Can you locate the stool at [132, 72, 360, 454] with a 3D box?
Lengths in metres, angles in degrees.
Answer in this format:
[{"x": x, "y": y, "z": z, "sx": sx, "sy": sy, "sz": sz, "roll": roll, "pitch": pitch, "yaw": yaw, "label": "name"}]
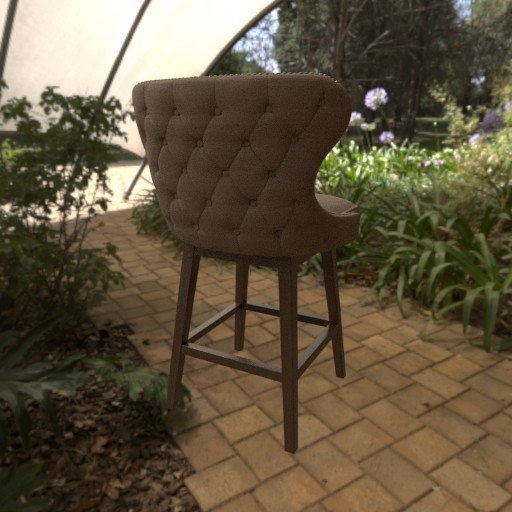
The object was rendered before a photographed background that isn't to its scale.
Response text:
[{"x": 0.000, "y": 0.000, "z": 1.345, "sx": 0.615, "sy": 0.972, "sz": 0.597, "roll": 9, "pitch": 18, "yaw": 27, "label": "stool"}]
